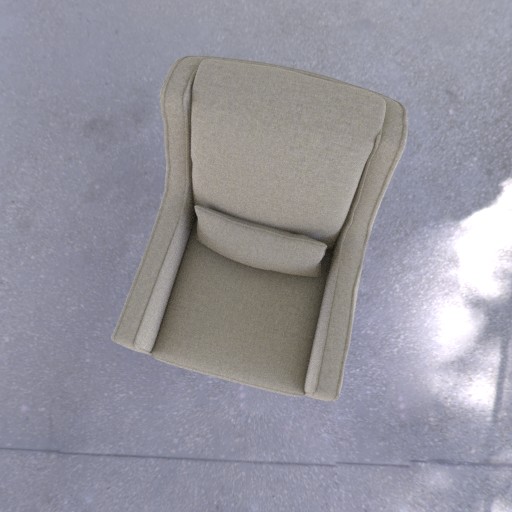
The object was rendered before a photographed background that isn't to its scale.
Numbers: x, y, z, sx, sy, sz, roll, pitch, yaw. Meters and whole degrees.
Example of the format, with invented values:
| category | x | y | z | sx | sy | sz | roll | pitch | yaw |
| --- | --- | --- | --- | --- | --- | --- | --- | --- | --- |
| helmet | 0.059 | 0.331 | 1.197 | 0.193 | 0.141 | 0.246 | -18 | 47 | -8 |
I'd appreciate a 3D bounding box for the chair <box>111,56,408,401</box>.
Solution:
| category | x | y | z | sx | sy | sz | roll | pitch | yaw |
| --- | --- | --- | --- | --- | --- | --- | --- | --- | --- |
| chair | 0.000 | 0.000 | 1.581 | 0.732 | 0.993 | 0.879 | 14 | 75 | 4 |
